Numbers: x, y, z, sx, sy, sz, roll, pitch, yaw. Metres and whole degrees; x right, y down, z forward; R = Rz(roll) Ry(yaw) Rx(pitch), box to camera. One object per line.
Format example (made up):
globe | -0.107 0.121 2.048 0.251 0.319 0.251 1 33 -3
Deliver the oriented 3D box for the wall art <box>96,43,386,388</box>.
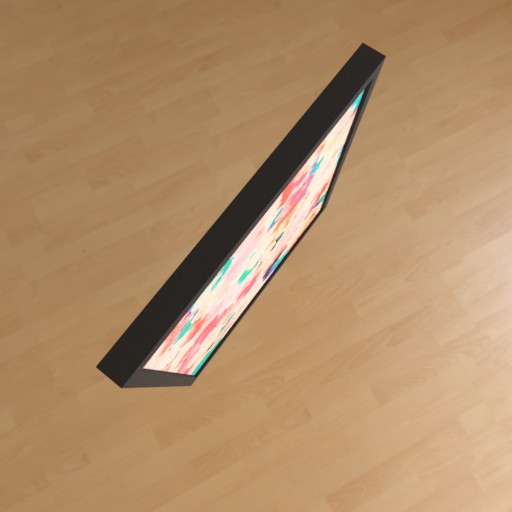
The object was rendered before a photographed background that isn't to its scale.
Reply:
wall art | 0.000 0.000 0.753 0.036 0.503 0.506 36 77 10
